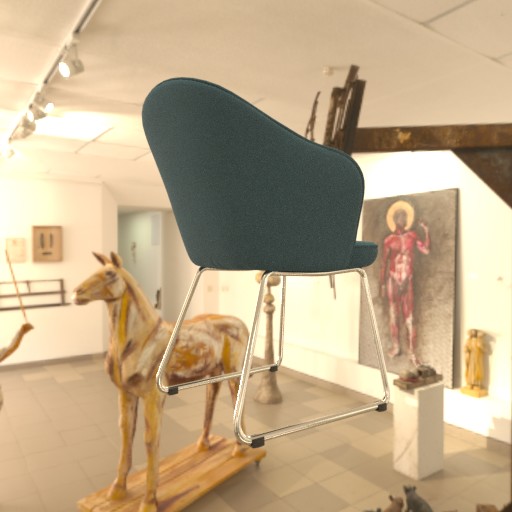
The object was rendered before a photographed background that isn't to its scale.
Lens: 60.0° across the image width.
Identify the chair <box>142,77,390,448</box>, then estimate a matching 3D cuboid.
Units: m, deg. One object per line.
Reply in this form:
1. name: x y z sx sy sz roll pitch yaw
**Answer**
1. chair: 0.000 0.000 1.217 0.585 0.815 0.570 -1 1 -36
